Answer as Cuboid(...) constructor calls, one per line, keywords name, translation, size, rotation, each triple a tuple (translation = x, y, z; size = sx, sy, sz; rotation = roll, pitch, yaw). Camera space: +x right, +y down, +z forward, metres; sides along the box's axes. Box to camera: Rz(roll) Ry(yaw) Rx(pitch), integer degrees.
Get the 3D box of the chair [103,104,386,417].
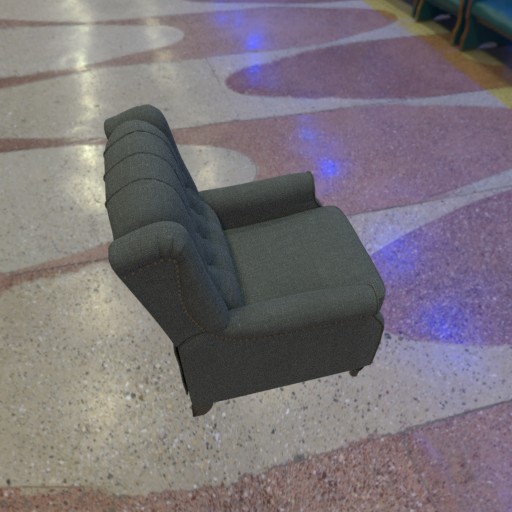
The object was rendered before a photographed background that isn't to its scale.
Cuboid(name="chair", translation=(0.000, 0.000, 1.665), size=(0.898, 1.035, 0.742), rotation=(-10, 48, -9))
